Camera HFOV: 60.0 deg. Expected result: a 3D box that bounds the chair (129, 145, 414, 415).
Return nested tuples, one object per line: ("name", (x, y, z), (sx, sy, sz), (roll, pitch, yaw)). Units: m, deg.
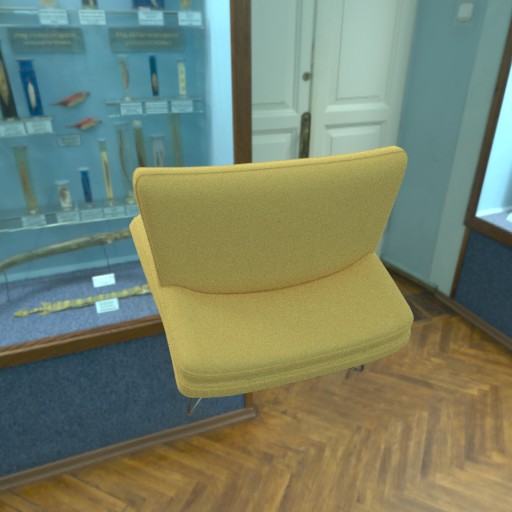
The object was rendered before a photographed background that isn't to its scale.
("chair", (0.000, 0.000, 1.669), (0.859, 0.855, 1.008), (-9, 28, -17))
